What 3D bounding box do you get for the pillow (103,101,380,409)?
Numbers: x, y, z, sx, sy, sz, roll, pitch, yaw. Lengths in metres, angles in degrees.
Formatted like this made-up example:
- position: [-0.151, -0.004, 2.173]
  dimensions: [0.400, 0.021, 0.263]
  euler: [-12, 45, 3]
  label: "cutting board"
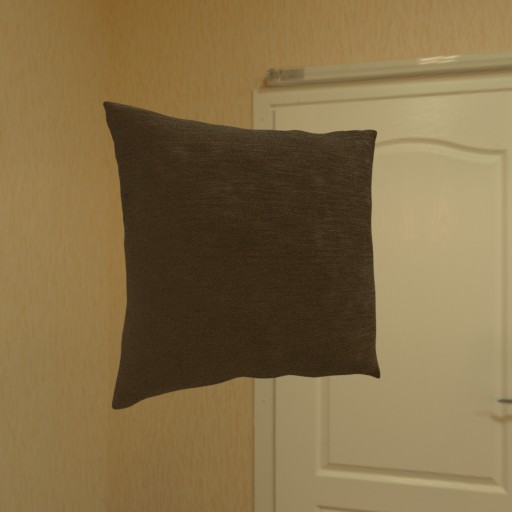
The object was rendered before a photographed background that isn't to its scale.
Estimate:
- position: [0.000, 0.000, 0.692]
  dimensions: [0.452, 0.439, 0.204]
  euler: [0, 0, -18]
  label: "pillow"
